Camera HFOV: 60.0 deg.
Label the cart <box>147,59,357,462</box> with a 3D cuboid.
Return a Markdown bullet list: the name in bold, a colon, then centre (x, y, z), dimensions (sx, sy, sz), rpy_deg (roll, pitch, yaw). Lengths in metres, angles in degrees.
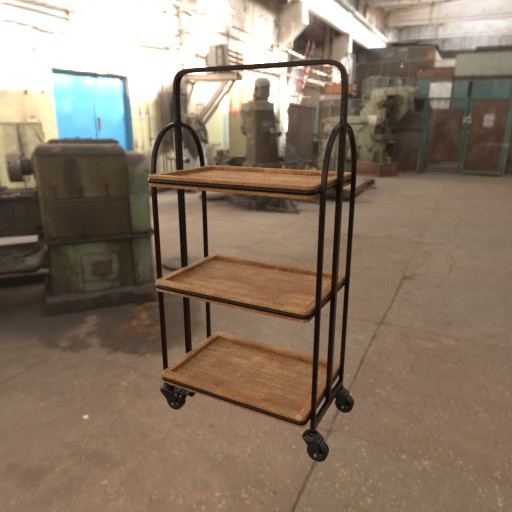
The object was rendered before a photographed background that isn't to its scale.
- **cart**: centre (0.000, 0.000, 1.251), dimensions (0.553, 1.001, 0.327), rpy_deg (9, 19, 27)
